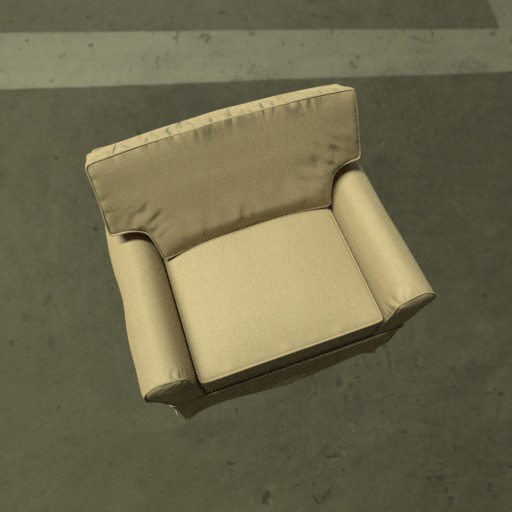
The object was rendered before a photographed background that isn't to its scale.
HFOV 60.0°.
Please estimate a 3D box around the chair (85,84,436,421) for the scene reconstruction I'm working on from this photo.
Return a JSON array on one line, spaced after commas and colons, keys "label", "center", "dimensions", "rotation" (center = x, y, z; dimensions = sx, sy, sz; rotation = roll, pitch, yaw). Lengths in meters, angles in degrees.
[{"label": "chair", "center": [0.000, 0.000, 1.769], "dimensions": [1.096, 0.937, 0.903], "rotation": [-17, 65, -8]}]
